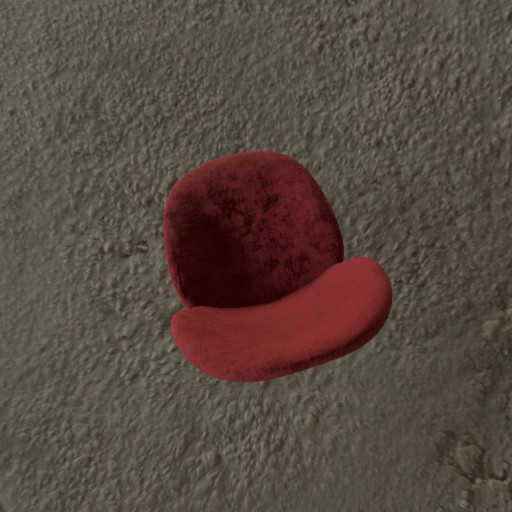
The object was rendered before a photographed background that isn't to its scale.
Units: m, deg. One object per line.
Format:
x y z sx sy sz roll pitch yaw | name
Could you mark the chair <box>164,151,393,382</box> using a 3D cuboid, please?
0.000 0.000 1.156 0.458 0.791 0.587 -17 77 -4 | chair
